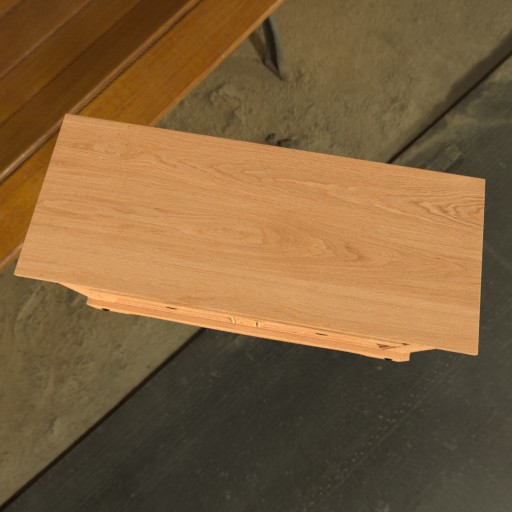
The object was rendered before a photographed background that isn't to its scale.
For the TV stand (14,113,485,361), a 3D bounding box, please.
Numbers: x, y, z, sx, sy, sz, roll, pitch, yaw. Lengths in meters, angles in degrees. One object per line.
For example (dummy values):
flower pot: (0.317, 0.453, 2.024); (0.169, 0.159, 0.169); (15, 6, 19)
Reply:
TV stand: (0.000, 0.000, 1.333); (1.080, 0.550, 0.440); (10, 75, 3)
